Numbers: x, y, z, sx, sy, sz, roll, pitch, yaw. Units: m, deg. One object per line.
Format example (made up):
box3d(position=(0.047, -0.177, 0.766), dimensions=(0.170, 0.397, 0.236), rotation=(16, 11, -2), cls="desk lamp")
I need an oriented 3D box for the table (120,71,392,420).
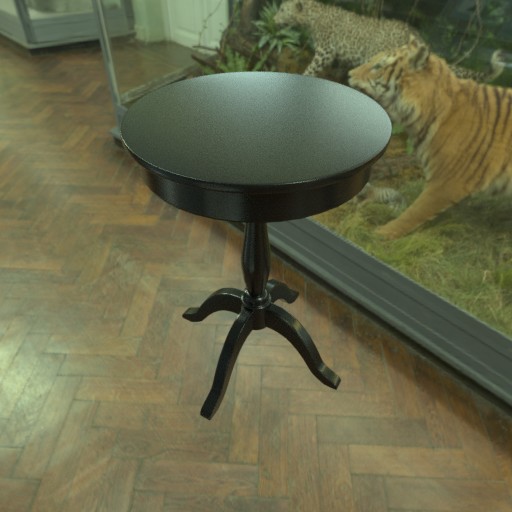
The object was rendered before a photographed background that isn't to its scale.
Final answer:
box3d(position=(0.000, 0.000, 1.009), dimensions=(0.481, 0.665, 0.481), rotation=(0, 40, 0), cls="table")
